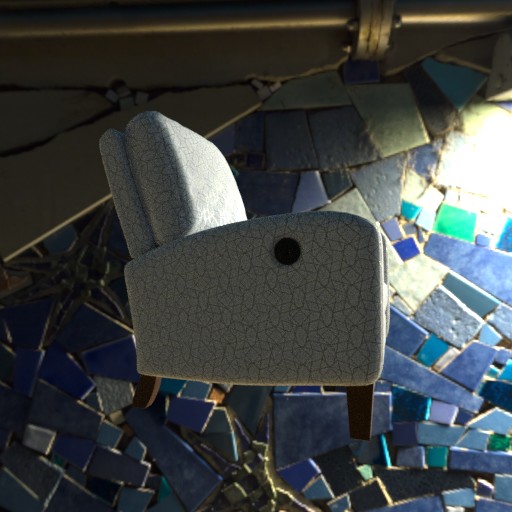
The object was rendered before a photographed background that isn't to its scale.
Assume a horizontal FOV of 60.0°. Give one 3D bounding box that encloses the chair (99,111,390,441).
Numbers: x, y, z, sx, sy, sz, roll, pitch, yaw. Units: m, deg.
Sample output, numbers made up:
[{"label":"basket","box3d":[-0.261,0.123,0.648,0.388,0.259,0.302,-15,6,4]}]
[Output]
[{"label":"chair","box3d":[0.000,0.000,1.751,0.995,1.064,0.796,0,0,18]}]
